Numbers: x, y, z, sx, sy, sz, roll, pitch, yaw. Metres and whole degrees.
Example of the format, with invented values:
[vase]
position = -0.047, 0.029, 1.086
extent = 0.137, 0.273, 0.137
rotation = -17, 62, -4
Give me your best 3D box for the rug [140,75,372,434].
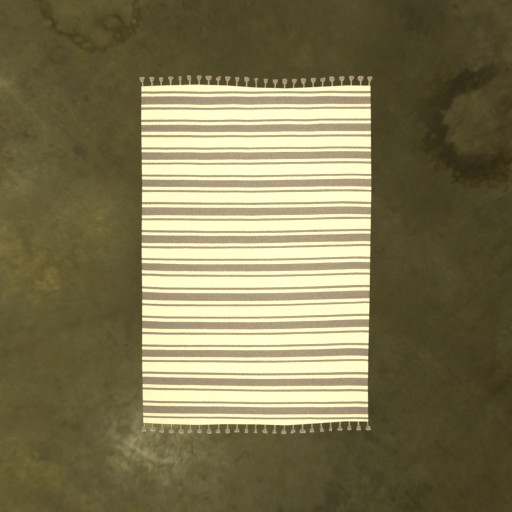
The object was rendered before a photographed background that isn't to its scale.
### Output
[rug]
position = 0.000, 0.000, 3.000
extent = 1.563, 0.014, 2.425
rotation = 0, 91, 0
